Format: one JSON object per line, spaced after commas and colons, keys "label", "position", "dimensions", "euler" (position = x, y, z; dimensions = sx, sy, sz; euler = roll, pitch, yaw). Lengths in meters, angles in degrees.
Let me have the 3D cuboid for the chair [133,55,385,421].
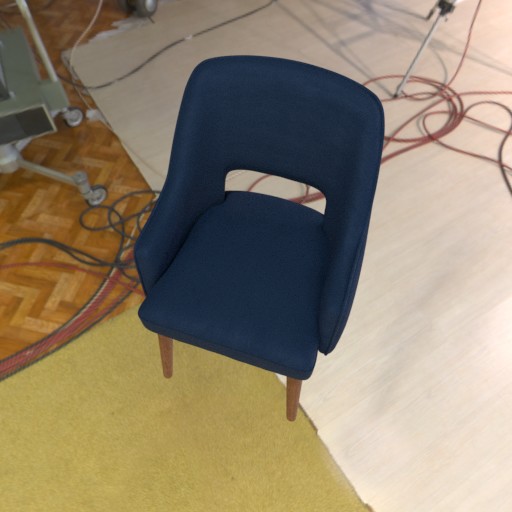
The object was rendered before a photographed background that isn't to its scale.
{"label": "chair", "position": [0.000, 0.000, 1.224], "dimensions": [0.559, 0.844, 0.591], "euler": [16, 59, 10]}
